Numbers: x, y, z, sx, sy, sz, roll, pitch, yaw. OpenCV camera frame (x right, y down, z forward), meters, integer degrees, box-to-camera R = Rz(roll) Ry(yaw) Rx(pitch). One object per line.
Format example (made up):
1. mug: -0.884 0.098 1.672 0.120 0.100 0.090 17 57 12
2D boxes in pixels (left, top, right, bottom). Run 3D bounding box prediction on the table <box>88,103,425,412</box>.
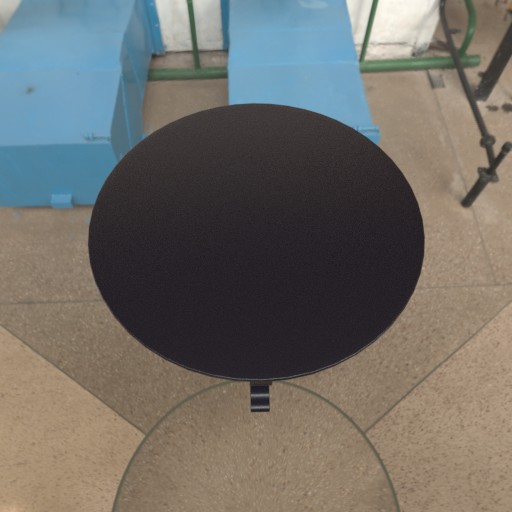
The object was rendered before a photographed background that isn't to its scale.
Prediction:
1. table: 0.000 0.000 1.580 1.029 0.491 1.029 0 59 0
